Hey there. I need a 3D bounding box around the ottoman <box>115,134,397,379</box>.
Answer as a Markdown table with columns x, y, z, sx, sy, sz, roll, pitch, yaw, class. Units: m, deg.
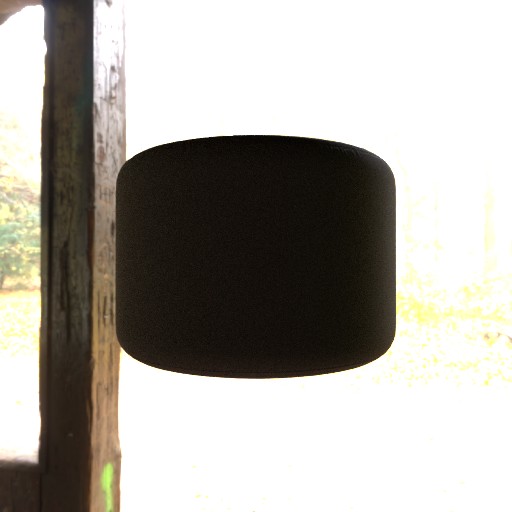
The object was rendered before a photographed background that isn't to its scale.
| x | y | z | sx | sy | sz | roll | pitch | yaw | class |
| --- | --- | --- | --- | --- | --- | --- | --- | --- | --- |
| 0.000 | 0.000 | 1.006 | 0.608 | 0.433 | 0.608 | 0 | 0 | 0 | ottoman |
